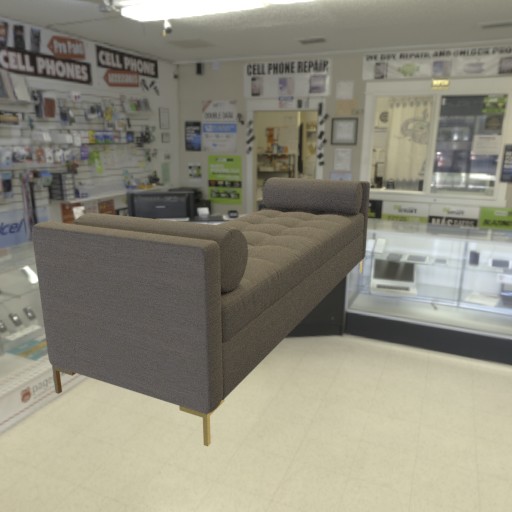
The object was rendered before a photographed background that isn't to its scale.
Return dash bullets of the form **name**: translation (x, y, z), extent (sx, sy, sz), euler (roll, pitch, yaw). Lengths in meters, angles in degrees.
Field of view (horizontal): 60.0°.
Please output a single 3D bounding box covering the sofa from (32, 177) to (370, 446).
- **sofa**: translation (0.000, 0.000, 2.241), extent (0.686, 0.635, 1.981), euler (7, 17, 25)
